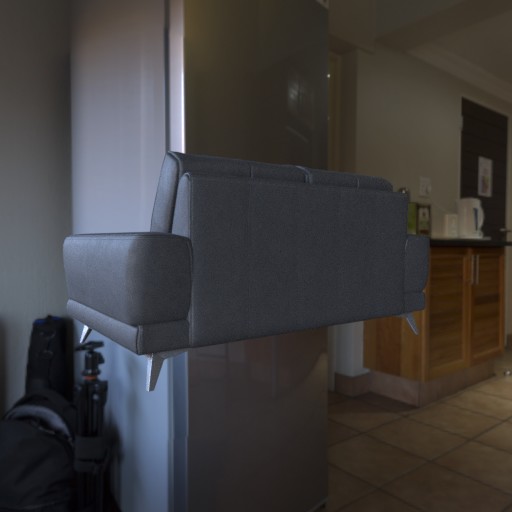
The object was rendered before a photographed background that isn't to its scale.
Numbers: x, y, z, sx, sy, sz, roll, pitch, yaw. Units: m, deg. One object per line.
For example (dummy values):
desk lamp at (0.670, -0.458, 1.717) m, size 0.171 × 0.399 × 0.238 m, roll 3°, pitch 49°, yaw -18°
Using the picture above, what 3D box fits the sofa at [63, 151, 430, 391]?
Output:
sofa at (0.000, 0.000, 2.431) m, size 1.806 × 0.907 × 1.018 m, roll -2°, pitch 3°, yaw -36°
